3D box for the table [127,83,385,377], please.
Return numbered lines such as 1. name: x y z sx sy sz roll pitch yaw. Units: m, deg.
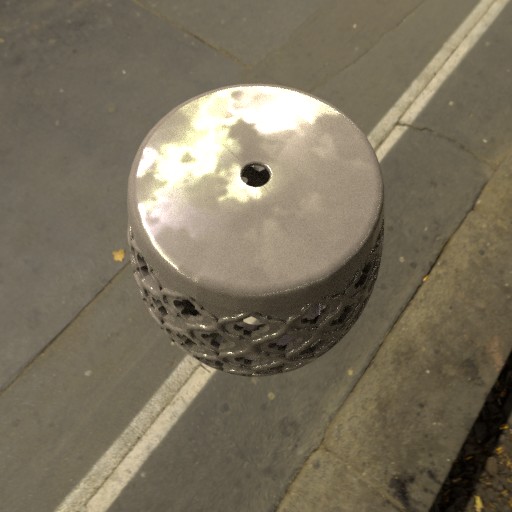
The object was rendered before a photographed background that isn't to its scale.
1. table: 0.000 0.000 0.624 0.325 0.388 0.325 0 65 0
